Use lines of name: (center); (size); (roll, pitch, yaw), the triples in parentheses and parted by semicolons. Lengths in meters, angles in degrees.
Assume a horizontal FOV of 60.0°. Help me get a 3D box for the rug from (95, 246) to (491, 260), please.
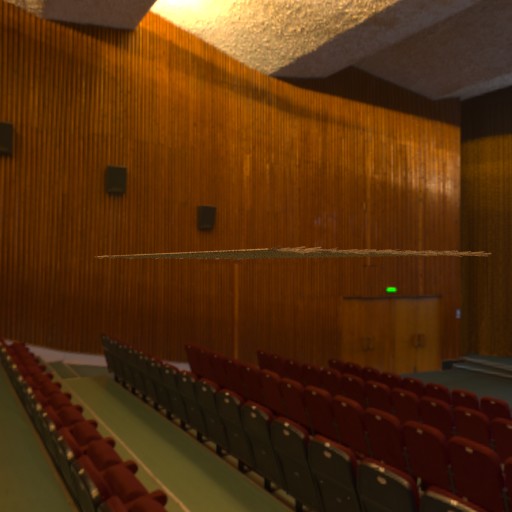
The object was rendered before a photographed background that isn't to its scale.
rug: (0.000, 0.000, 2.481); (1.224, 0.027, 2.021); (1, -1, -35)
